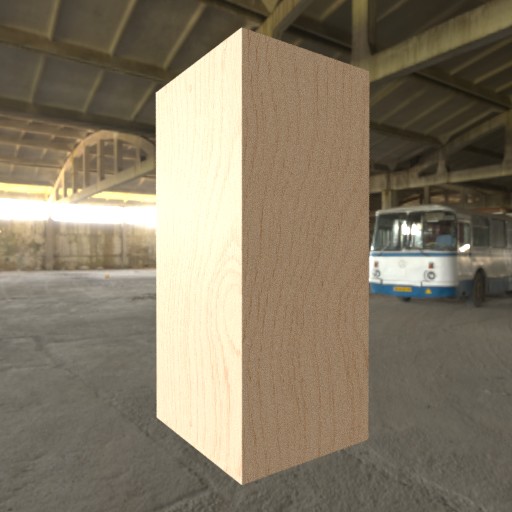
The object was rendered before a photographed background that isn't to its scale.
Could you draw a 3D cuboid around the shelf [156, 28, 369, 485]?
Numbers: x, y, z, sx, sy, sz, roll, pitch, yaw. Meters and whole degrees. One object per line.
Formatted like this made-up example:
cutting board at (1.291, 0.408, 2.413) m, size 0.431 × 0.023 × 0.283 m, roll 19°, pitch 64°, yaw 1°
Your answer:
shelf at (0.000, 0.000, 0.770) m, size 0.250 × 0.600 × 0.290 m, roll 0°, pitch 1°, yaw -35°
